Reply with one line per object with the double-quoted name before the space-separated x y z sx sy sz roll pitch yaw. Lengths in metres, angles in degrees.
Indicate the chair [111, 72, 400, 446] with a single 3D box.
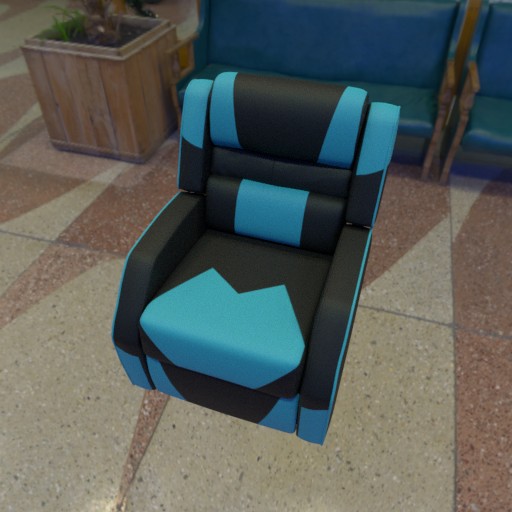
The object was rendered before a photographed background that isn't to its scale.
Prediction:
"chair" 0.000 0.000 1.284 0.620 0.805 0.672 13 44 14
